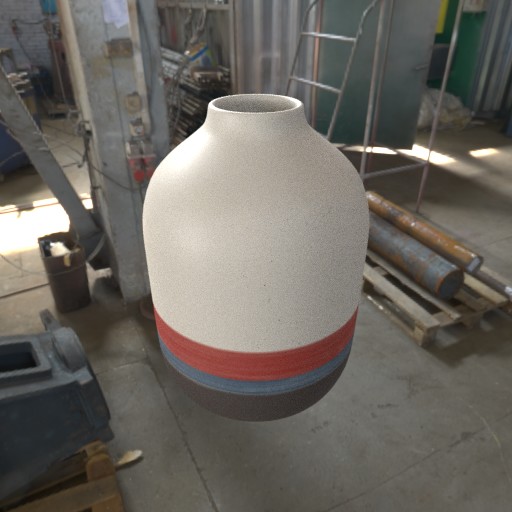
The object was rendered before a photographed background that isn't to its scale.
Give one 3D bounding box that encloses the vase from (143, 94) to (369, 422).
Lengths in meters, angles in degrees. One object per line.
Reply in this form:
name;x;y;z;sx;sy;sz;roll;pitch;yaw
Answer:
vase;0.000;0.000;0.355;0.169;0.237;0.169;0;30;0
